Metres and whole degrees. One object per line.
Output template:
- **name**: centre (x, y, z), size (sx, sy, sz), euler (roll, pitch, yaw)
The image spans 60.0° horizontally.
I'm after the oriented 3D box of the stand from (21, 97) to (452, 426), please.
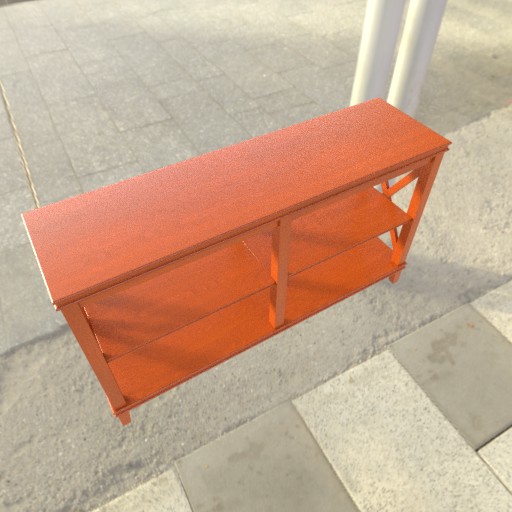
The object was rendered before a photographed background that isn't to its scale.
- **stand**: centre (0.000, 0.000, 1.697), size (1.372, 0.762, 0.381), euler (-24, 51, -21)
